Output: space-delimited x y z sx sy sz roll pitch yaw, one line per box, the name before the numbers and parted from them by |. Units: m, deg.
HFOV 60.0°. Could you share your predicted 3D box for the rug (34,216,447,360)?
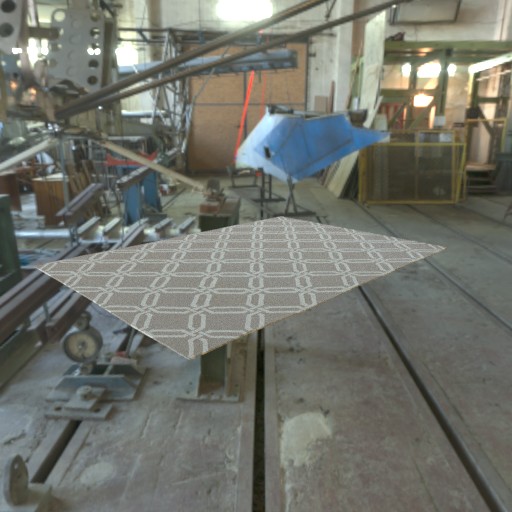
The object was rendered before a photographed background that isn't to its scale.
rug | 0.000 0.000 2.764 2.135 0.013 1.524 -15 22 -42
